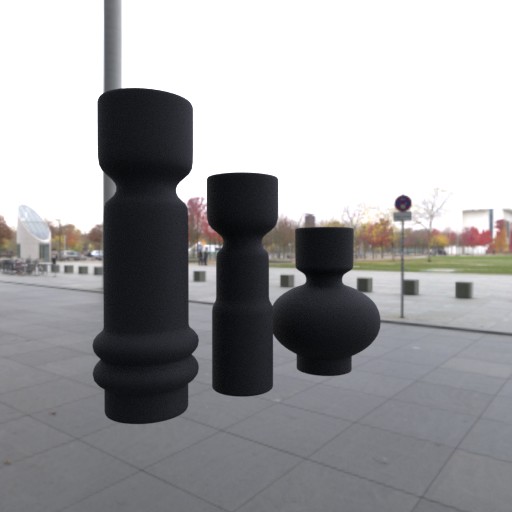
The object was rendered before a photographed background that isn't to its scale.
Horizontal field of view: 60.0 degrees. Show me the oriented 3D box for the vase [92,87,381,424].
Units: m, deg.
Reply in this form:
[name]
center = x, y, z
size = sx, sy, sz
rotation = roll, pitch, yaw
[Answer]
[vase]
center = 0.000, 0.000, 0.428
size = 0.307, 0.249, 0.120
rotation = -1, 1, -37
